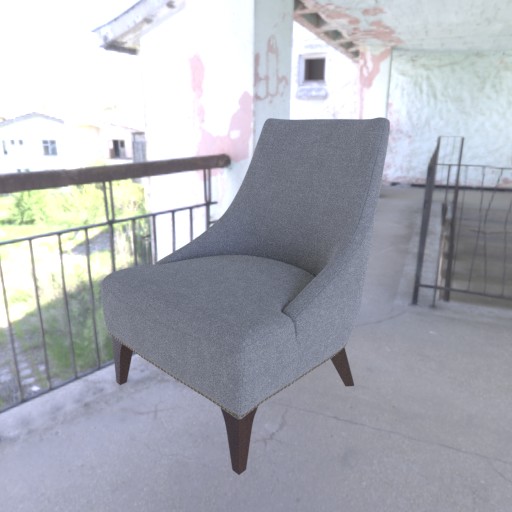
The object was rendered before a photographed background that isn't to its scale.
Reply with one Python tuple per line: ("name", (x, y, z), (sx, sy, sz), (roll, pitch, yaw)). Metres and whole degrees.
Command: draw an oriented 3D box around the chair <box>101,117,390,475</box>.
("chair", (0.000, 0.000, 1.521), (0.701, 0.909, 0.861), (16, 23, 41))
